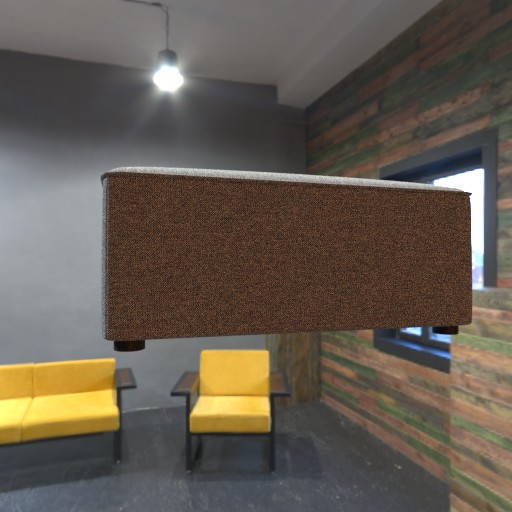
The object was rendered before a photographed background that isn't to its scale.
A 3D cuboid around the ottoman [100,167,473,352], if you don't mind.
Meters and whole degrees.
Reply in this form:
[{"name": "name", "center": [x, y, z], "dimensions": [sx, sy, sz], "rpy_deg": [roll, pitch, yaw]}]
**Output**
[{"name": "ottoman", "center": [0.000, 0.000, 1.571], "dimensions": [1.005, 0.455, 1.005], "rpy_deg": [0, -1, -16]}]
